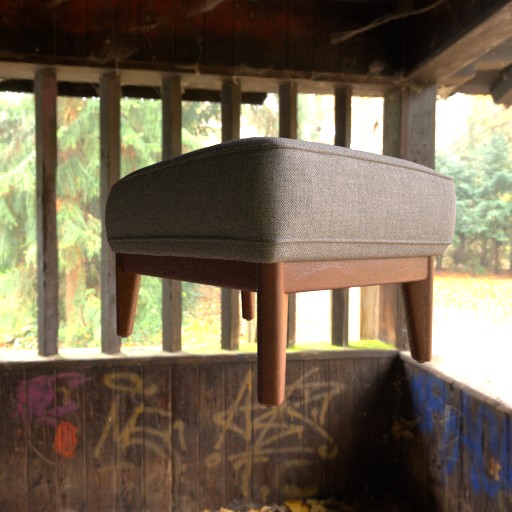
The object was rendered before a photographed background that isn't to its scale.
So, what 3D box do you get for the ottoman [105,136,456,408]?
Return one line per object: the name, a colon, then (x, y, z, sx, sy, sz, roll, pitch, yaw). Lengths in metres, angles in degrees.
ottoman: (0.000, 0.000, 1.090, 0.555, 0.458, 0.750, -2, 3, -37)
